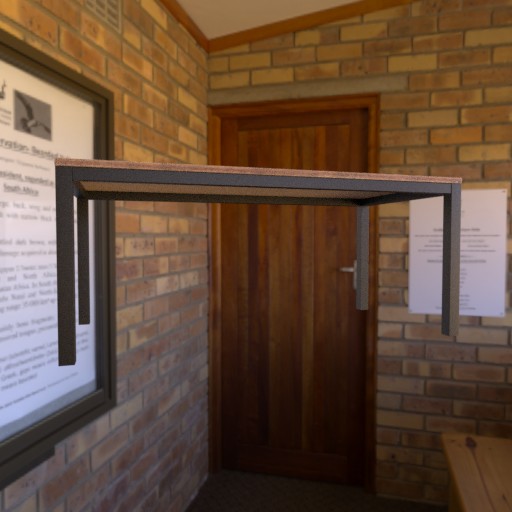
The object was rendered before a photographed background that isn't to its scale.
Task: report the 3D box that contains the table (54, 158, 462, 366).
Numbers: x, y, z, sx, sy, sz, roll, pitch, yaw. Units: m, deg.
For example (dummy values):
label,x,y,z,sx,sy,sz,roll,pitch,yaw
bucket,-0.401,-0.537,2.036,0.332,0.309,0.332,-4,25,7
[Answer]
label,x,y,z,sx,sy,sz,roll,pitch,yaw
table,0.000,0.000,2.315,1.805,0.767,0.893,-1,2,-17
